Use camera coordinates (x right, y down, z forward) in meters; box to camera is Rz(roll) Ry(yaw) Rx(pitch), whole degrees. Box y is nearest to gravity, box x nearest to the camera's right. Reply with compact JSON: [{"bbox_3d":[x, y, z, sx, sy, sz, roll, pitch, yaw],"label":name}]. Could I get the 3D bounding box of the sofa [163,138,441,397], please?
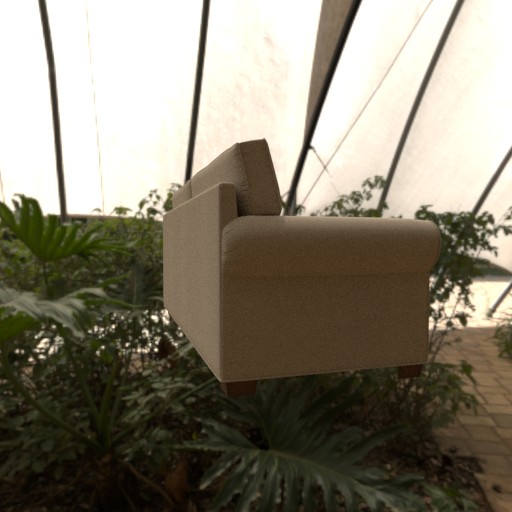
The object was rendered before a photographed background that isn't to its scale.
[{"bbox_3d":[0.000,0.000,2.646,0.901,0.962,2.146,-1,2,-17],"label":"sofa"}]
